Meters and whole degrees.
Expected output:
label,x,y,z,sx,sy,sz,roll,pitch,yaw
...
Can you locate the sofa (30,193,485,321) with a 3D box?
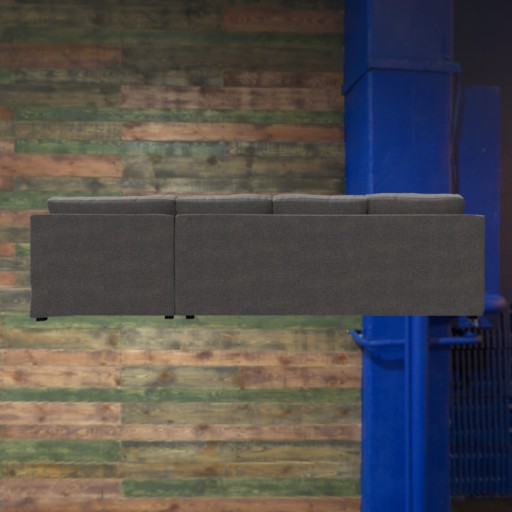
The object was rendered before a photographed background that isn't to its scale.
label,x,y,z,sx,sy,sz,roll,pitch,yaw
sofa,0.000,0.000,3.886,3.205,0.922,1.650,0,0,0
